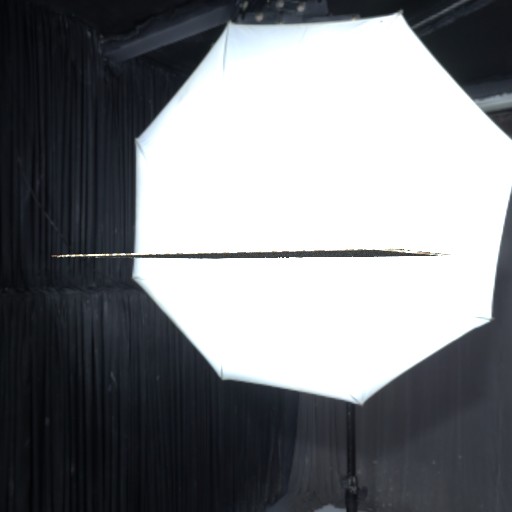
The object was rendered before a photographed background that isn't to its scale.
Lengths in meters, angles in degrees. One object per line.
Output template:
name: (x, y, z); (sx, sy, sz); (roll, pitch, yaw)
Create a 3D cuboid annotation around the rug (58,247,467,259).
rug: (0.000, 0.000, 2.301); (1.829, 0.008, 1.219); (-1, -2, 35)
